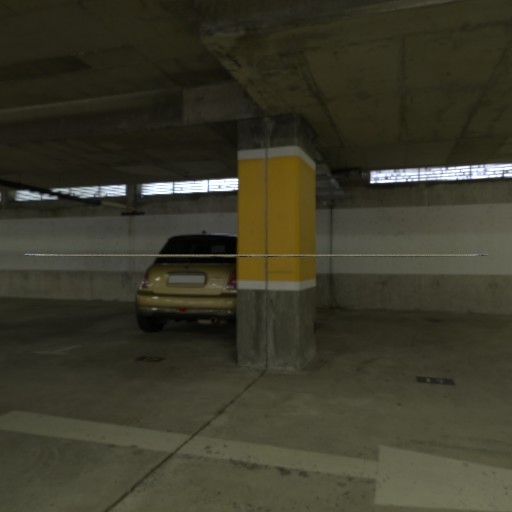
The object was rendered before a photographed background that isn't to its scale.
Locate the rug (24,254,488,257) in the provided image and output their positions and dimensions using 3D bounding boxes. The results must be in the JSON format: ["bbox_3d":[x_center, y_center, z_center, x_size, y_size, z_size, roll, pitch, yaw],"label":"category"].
[{"bbox_3d":[0.000,0.000,2.609,2.108,0.009,1.248,0,0,0],"label":"rug"}]
